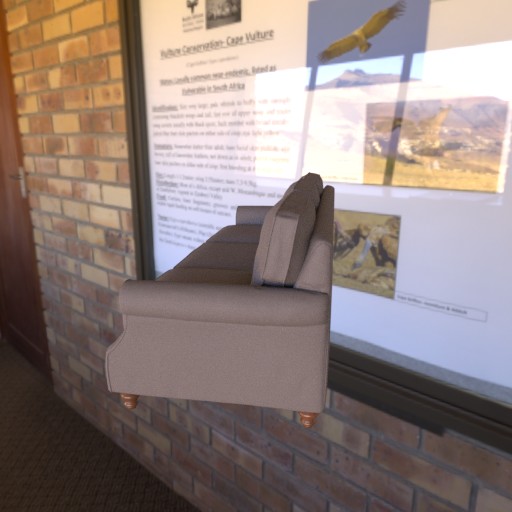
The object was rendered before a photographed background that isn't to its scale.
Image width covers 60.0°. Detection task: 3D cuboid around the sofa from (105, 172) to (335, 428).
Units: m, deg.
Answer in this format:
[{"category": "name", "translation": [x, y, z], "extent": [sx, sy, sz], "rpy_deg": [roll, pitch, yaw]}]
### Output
[{"category": "sofa", "translation": [0.000, 0.000, 2.824], "extent": [0.966, 0.948, 2.353], "rpy_deg": [3, 15, 10]}]
